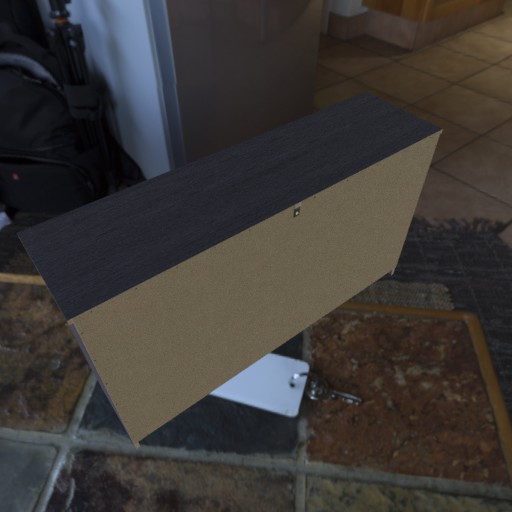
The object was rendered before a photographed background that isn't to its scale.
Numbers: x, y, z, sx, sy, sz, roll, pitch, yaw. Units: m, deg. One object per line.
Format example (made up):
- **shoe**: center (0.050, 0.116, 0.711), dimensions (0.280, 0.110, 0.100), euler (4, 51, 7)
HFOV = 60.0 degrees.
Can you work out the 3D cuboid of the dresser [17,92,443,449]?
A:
- **dresser**: center (0.000, 0.000, 1.654), dimensions (1.360, 0.755, 0.401), euler (-29, 52, -25)
